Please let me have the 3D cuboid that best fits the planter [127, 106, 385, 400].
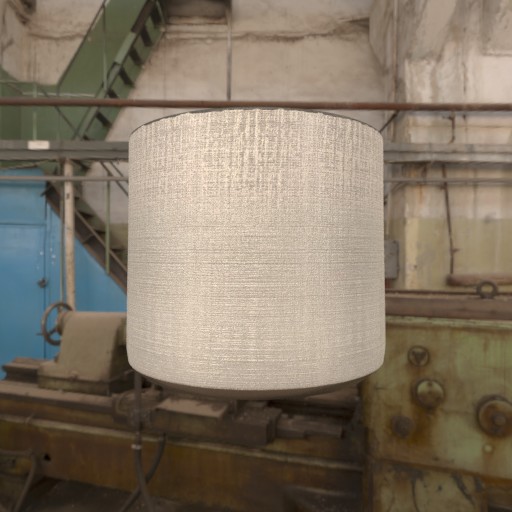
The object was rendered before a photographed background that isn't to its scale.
[{"bbox_3d":[0.000,0.000,0.224,0.125,0.112,0.125,0,0,0],"label":"planter"}]
